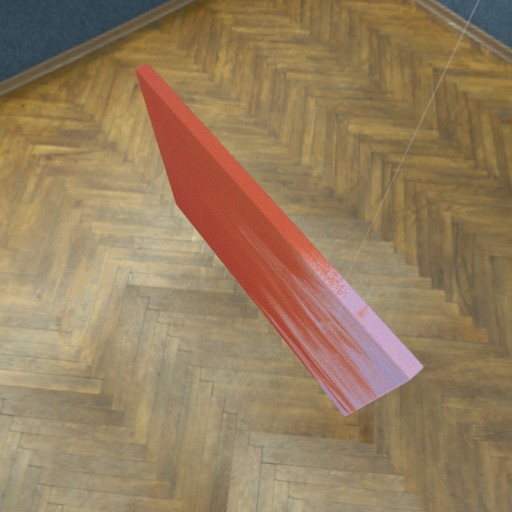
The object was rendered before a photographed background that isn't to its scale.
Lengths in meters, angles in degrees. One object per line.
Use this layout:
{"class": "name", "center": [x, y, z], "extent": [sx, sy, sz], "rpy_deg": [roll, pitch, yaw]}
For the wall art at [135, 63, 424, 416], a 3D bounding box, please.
{"class": "wall art", "center": [0.000, 0.000, 1.182], "extent": [0.040, 0.609, 0.913], "rpy_deg": [-34, 69, -15]}
